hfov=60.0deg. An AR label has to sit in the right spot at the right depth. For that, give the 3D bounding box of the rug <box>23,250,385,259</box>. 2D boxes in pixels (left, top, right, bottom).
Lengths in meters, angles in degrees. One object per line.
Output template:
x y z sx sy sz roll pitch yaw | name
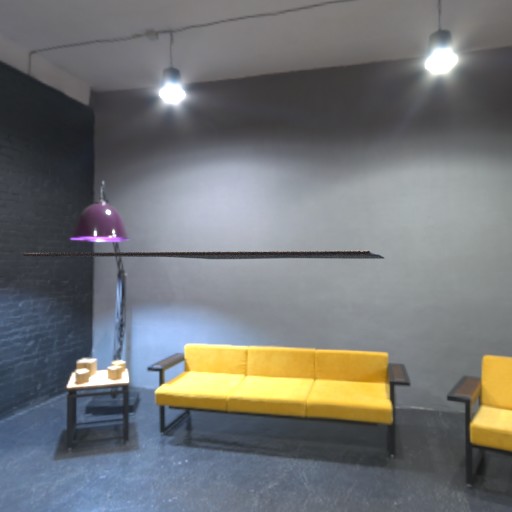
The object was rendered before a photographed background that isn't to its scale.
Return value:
0.000 0.000 2.999 1.624 0.030 2.349 0 -1 18 | rug
